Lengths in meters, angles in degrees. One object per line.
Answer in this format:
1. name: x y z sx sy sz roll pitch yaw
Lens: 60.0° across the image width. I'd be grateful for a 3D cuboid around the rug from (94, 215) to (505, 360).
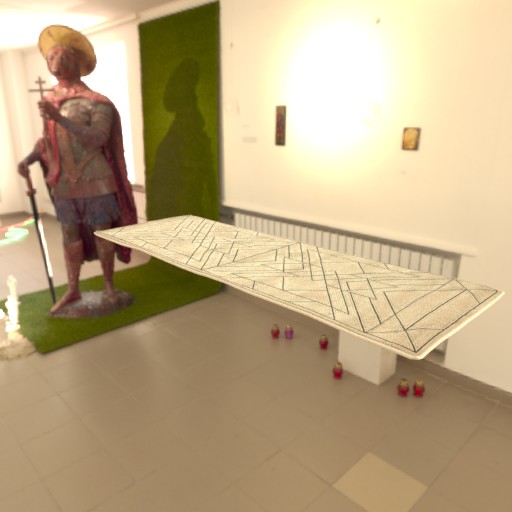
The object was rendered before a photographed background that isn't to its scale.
1. rug: 0.000 0.000 2.540 0.831 0.036 2.381 -16 23 -42
